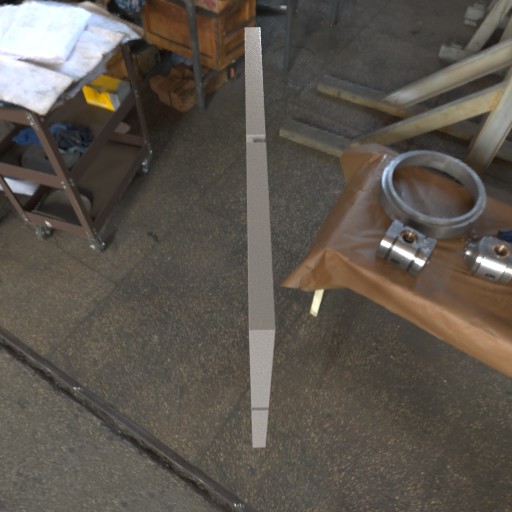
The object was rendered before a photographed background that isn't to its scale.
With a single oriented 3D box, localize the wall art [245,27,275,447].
[{"bbox_3d":[0.000,0.000,0.903,0.029,0.611,0.611,-1,56,-1],"label":"wall art"}]
